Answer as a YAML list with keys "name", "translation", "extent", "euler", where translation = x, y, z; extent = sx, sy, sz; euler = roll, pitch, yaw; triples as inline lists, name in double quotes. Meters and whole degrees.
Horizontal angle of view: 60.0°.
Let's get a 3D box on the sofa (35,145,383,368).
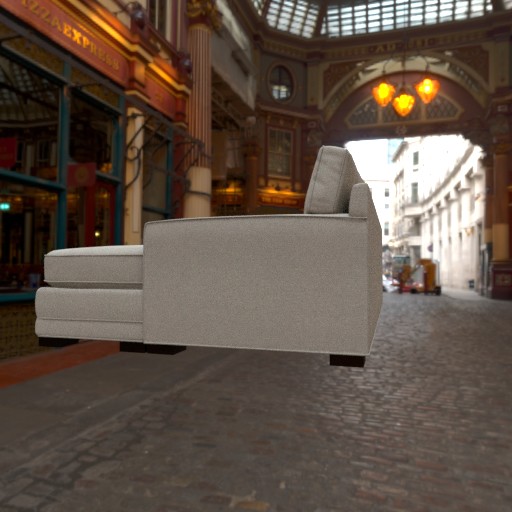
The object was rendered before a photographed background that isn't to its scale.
- name: "sofa"
  translation: [0.000, 0.000, 2.808]
  extent: [1.496, 0.861, 2.087]
  euler: [0, -1, 17]
